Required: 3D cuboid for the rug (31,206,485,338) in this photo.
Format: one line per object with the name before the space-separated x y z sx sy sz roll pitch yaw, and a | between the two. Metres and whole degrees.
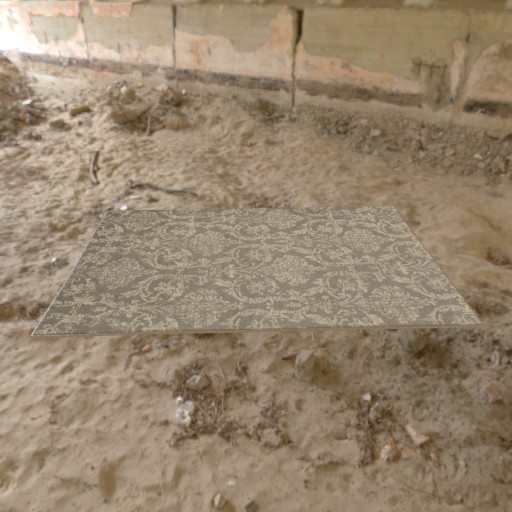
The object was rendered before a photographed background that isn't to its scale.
rug | 0.000 0.000 3.457 2.746 0.018 1.819 -1 30 -2
